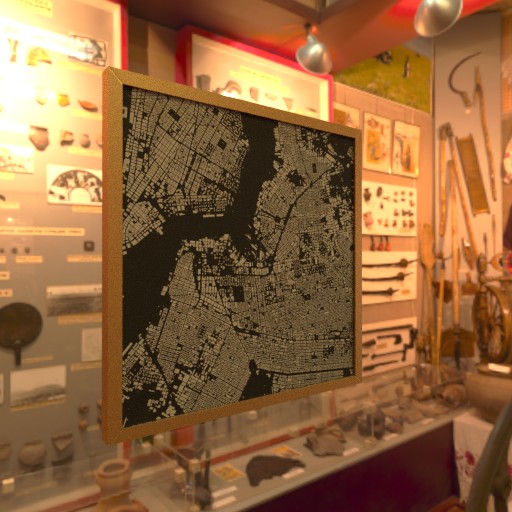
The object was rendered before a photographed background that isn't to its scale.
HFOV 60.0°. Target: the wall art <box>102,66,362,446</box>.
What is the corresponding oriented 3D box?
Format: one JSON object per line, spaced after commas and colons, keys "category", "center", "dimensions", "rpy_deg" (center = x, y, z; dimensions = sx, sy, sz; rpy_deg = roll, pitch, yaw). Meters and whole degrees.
{"category": "wall art", "center": [0.000, 0.000, 2.853], "dimensions": [1.926, 1.926, 0.099], "rpy_deg": [0, 0, -36]}
